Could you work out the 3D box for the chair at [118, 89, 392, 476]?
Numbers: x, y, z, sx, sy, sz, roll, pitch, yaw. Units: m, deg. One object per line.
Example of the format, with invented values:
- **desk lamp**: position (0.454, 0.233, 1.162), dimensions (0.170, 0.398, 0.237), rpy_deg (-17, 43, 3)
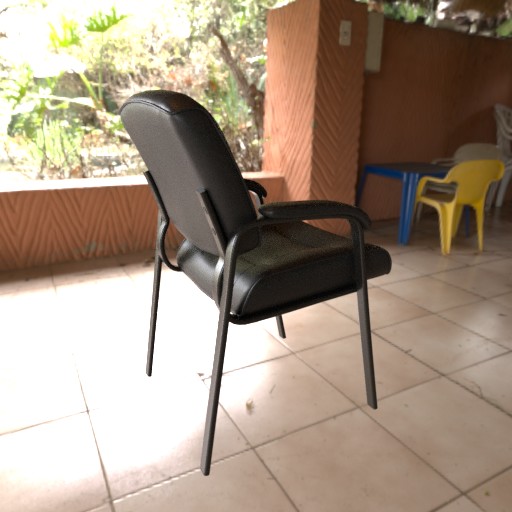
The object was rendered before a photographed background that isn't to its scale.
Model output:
- **chair**: position (0.000, 0.000, 1.316), dimensions (0.668, 0.910, 0.591), rpy_deg (-9, 20, -28)
